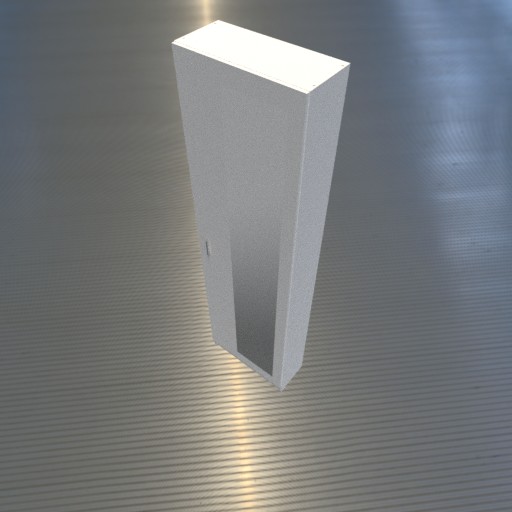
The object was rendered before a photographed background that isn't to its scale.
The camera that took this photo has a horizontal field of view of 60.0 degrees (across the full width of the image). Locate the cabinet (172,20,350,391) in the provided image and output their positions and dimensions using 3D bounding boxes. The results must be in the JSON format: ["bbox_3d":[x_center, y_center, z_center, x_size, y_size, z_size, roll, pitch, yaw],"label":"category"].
[{"bbox_3d":[0.000,0.000,1.968,0.500,1.790,0.230,31,55,24],"label":"cabinet"}]
